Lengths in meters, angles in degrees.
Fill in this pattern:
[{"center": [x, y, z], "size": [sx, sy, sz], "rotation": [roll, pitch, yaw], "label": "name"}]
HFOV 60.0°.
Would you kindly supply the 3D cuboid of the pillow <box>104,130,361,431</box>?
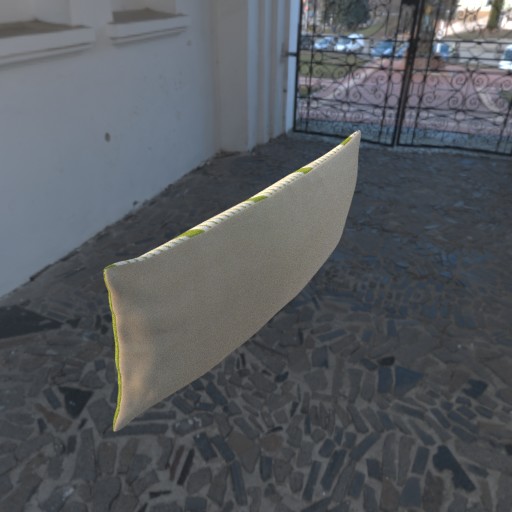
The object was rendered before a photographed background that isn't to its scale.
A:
[{"center": [0.000, 0.000, 0.739], "size": [0.156, 0.292, 0.608], "rotation": [20, 37, 30], "label": "pillow"}]
